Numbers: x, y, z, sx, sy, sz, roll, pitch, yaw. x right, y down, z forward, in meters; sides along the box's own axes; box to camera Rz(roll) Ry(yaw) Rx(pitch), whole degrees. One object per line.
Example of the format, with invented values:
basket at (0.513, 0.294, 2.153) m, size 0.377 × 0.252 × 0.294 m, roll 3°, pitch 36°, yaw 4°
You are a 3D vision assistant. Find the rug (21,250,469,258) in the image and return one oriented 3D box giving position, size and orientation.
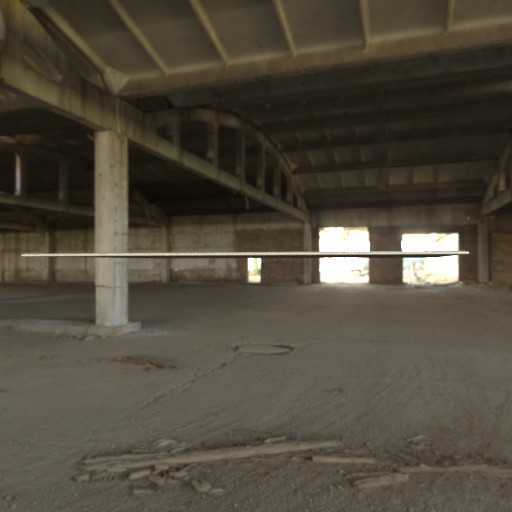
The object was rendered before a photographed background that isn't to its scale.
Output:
rug at (0.000, 0.000, 3.434) m, size 2.746 × 0.018 × 1.819 m, roll 0°, pitch -1°, yaw 17°
